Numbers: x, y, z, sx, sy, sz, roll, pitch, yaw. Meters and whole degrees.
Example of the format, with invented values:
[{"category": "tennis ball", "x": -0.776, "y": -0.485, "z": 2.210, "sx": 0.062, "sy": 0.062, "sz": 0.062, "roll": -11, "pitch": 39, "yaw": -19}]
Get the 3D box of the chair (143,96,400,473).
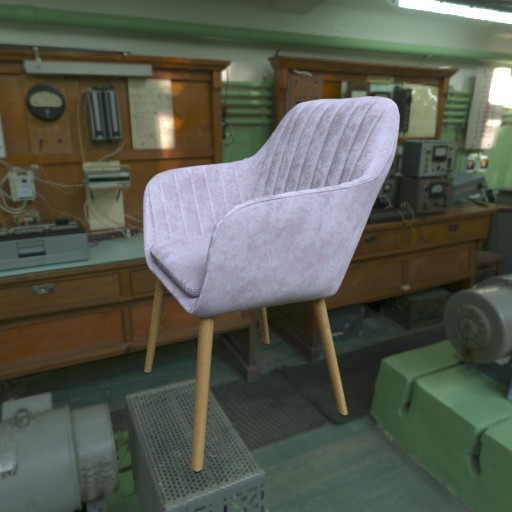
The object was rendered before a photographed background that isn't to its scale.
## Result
[{"category": "chair", "x": 0.000, "y": 0.000, "z": 1.222, "sx": 0.570, "sy": 0.832, "sz": 0.610, "roll": -9, "pitch": 19, "yaw": -26}]
